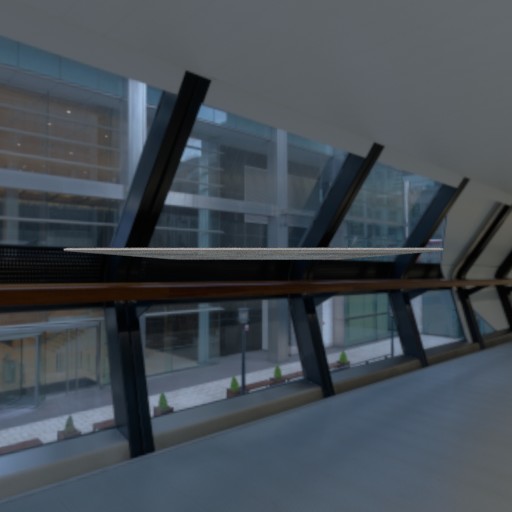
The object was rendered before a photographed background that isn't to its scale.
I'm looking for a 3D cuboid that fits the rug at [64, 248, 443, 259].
[{"bbox_3d":[0.000,0.000,3.006,1.536,0.012,2.431,0,-1,1],"label":"rug"}]
